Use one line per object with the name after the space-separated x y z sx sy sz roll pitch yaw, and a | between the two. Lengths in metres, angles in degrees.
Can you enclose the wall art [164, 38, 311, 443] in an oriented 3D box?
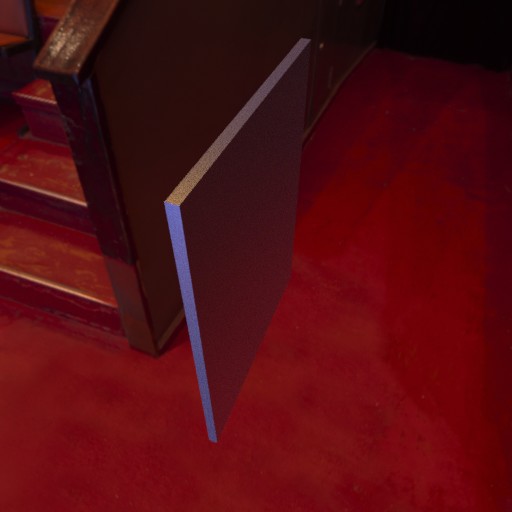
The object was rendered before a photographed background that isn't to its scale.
0.000 0.000 1.412 0.030 1.046 0.816 16 48 15 | wall art
